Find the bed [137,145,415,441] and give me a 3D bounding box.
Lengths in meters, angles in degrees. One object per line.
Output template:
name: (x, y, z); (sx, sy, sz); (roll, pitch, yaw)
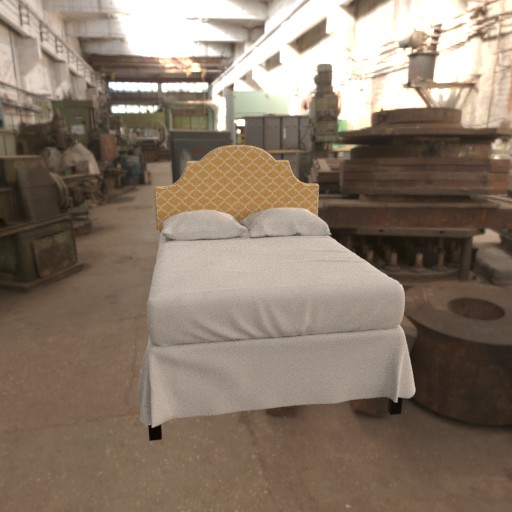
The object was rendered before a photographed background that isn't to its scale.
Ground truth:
bed: (0.000, 0.000, 3.446); (1.780, 1.633, 2.222); (-3, 16, -9)
